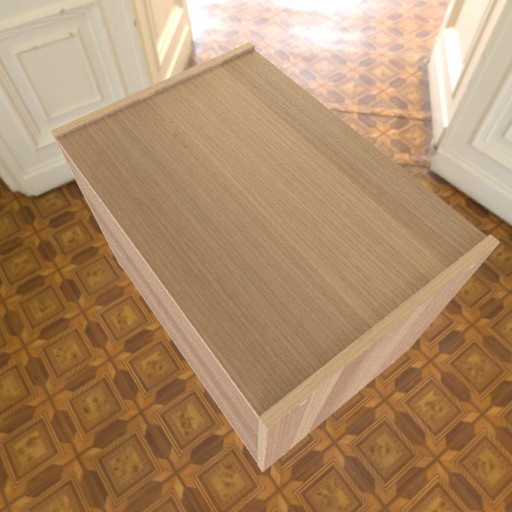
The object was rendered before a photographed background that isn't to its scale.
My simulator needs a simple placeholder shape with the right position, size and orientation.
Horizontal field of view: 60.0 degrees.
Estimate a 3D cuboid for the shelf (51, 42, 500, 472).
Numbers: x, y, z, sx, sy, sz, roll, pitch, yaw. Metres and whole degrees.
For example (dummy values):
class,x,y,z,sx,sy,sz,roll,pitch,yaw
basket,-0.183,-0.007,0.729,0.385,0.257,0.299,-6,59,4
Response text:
class,x,y,z,sx,sy,sz,roll,pitch,yaw
shelf,0.000,0.000,0.607,0.290,0.305,0.415,-33,64,-18
